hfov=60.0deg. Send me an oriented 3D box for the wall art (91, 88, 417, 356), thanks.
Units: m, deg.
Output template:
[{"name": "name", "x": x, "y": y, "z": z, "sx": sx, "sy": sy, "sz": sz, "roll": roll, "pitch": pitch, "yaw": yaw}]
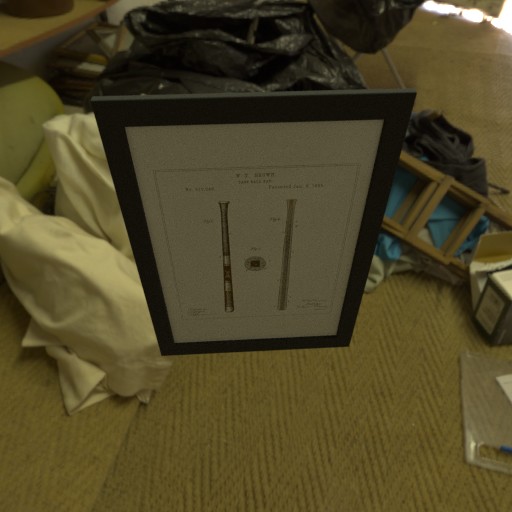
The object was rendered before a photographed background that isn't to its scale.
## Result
[{"name": "wall art", "x": 0.000, "y": 0.000, "z": 0.697, "sx": 0.374, "sy": 0.529, "sz": 0.012, "roll": -2, "pitch": 45, "yaw": -2}]
